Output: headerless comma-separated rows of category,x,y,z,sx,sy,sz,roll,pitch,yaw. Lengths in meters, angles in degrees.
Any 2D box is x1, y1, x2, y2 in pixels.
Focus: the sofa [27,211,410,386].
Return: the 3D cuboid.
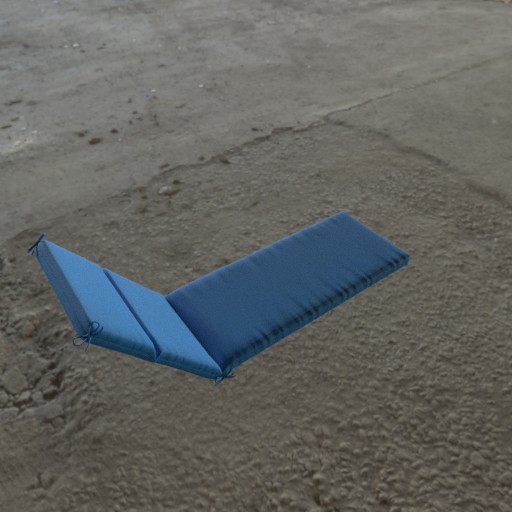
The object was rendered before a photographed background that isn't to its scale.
sofa,0.000,0.000,1.970,1.663,0.622,0.582,-26,47,-26
